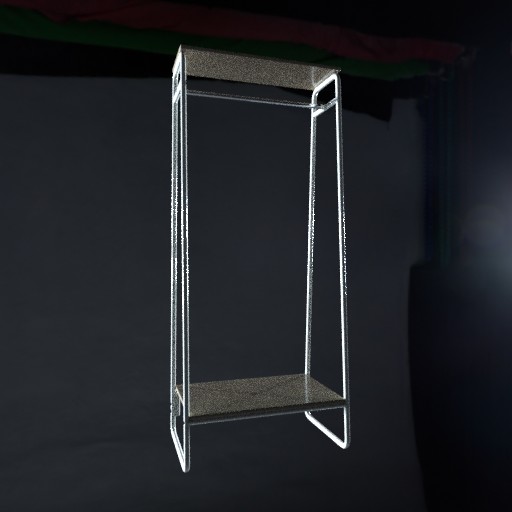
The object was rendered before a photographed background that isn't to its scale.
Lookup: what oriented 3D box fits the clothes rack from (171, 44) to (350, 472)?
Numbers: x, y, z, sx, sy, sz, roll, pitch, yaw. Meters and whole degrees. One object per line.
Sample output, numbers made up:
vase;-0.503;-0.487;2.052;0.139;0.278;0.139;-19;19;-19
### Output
clothes rack;0.000;0.000;1.792;0.640;1.512;0.400;0;0;-18
